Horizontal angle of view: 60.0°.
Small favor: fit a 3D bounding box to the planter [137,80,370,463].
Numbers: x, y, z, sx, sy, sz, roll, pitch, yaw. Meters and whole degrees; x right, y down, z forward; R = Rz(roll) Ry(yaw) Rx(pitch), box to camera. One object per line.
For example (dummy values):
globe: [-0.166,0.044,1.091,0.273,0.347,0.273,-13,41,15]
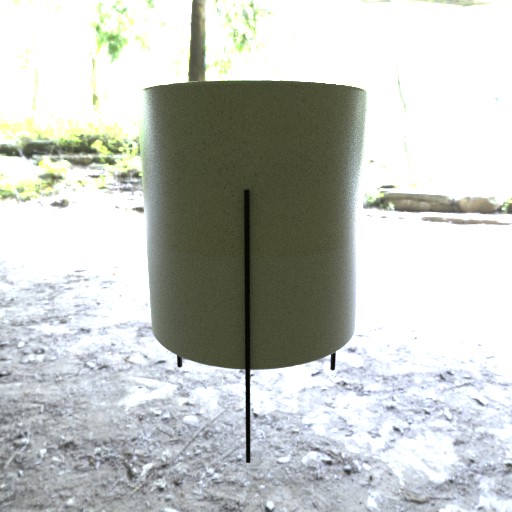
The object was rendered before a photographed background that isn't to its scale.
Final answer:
planter: [0.000,0.000,0.697,0.333,0.483,0.324,-8,17,-27]
